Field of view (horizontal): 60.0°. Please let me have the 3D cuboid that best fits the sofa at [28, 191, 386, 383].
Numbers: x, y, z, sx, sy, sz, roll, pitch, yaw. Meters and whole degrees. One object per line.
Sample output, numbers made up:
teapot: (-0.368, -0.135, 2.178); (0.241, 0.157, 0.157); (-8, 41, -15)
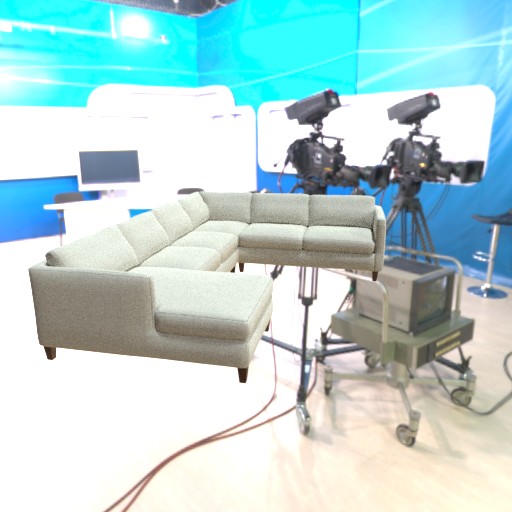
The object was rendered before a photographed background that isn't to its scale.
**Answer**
sofa: (0.000, 0.000, 4.335); (2.551, 0.853, 3.238); (3, 16, 12)
